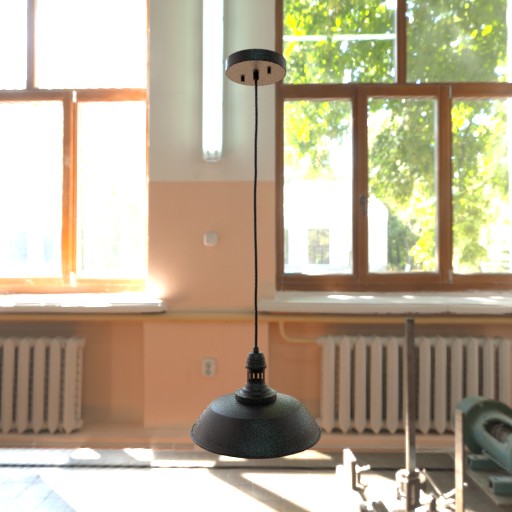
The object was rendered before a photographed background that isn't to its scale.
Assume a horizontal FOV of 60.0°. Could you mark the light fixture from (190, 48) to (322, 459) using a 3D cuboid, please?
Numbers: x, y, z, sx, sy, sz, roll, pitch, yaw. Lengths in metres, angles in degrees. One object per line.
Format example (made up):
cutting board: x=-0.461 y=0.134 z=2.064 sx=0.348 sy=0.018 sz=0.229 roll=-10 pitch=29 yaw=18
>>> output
light fixture: x=0.000 y=0.000 z=1.134 sx=0.331 sy=0.993 sz=0.331 roll=-1 pitch=-1 yaw=36
